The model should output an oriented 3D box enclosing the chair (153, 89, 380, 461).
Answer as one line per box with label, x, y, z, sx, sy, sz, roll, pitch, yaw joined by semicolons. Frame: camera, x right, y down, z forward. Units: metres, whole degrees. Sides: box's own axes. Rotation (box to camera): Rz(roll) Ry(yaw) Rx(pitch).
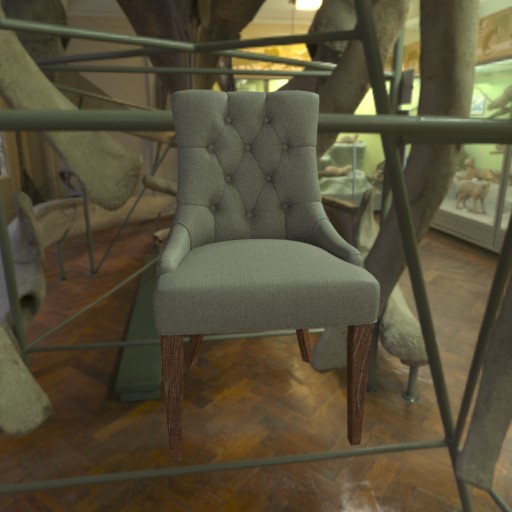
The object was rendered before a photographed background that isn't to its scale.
chair;0.000;0.000;1.200;0.509;0.874;0.565;-2;17;-7
